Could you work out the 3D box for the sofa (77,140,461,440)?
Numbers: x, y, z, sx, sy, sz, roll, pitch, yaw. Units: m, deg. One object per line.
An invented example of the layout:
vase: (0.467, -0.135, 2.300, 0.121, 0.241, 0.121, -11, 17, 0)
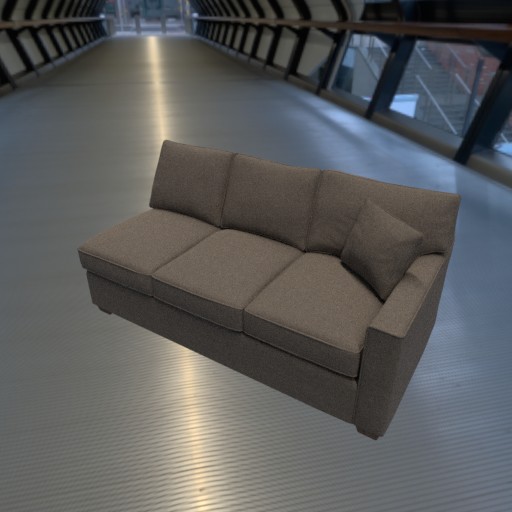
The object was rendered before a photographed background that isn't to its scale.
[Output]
sofa: (0.000, 0.000, 2.581, 1.963, 0.946, 1.034, 17, 34, 28)
